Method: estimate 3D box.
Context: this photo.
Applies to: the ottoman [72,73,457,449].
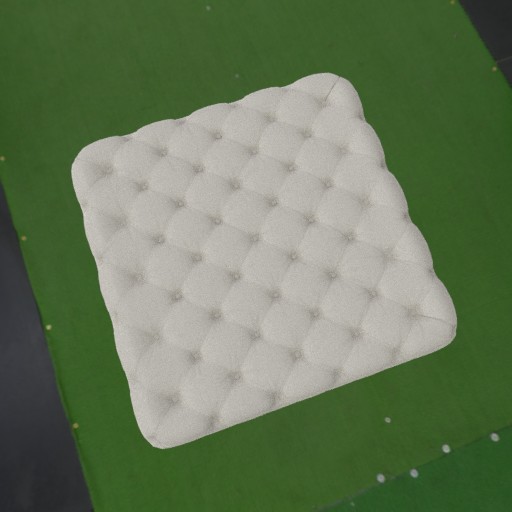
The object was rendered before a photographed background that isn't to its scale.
[{"bbox_3d":[0.000,0.000,1.195,0.755,0.376,0.753,-19,77,-5],"label":"ottoman"}]
